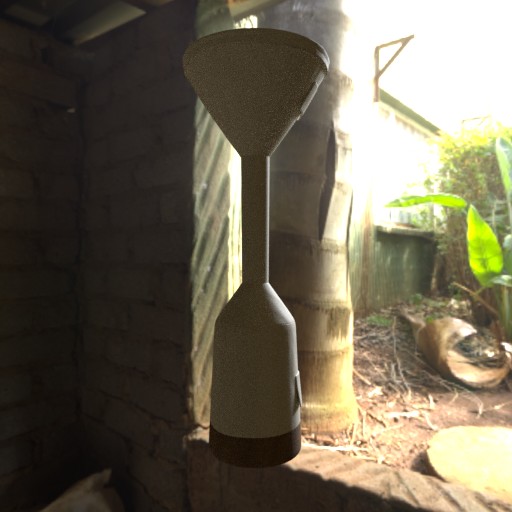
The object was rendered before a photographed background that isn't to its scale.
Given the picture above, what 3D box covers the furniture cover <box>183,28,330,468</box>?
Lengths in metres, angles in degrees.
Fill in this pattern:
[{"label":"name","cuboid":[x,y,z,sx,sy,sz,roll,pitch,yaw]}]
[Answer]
[{"label":"furniture cover","cuboid":[0.000,0.000,2.790,0.914,2.413,0.914,0,1,0]}]
